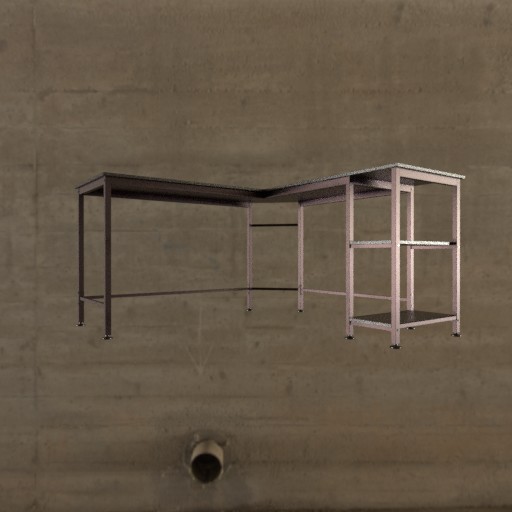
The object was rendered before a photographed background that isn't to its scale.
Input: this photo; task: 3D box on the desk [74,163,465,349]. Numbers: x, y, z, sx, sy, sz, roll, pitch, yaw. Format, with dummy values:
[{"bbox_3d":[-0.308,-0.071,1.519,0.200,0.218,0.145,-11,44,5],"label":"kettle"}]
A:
[{"bbox_3d":[0.000,0.000,2.196,1.379,0.739,1.379,0,0,-36],"label":"desk"}]
